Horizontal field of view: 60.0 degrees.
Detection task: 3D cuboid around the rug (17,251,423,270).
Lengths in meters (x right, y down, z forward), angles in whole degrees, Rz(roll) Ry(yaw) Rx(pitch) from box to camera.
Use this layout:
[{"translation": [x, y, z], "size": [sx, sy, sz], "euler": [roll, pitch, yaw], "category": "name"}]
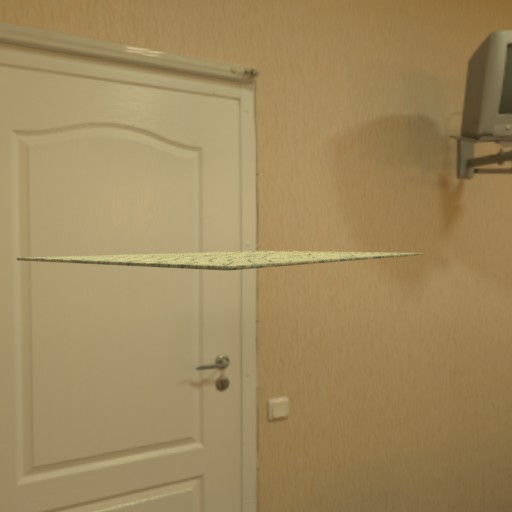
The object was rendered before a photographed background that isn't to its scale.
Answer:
[{"translation": [0.000, 0.000, 2.996], "size": [1.524, 0.015, 2.439], "euler": [1, 2, 36], "category": "rug"}]
